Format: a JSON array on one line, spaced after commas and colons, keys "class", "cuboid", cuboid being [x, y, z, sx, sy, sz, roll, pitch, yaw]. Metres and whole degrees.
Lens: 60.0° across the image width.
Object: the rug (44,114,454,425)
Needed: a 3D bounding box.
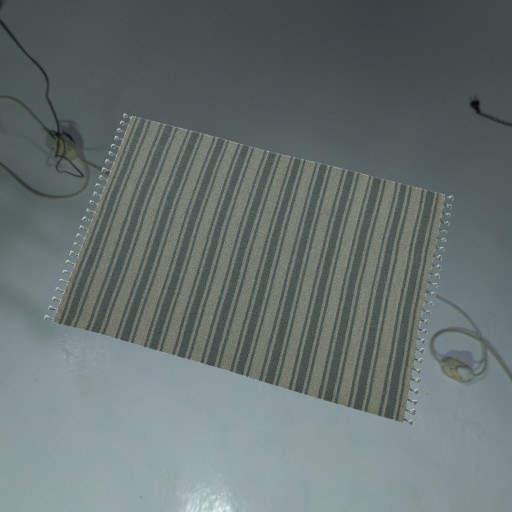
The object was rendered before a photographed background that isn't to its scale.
[{"class": "rug", "cuboid": [0.000, 0.000, 2.945, 2.410, 0.011, 1.539, 15, 76, 4]}]
